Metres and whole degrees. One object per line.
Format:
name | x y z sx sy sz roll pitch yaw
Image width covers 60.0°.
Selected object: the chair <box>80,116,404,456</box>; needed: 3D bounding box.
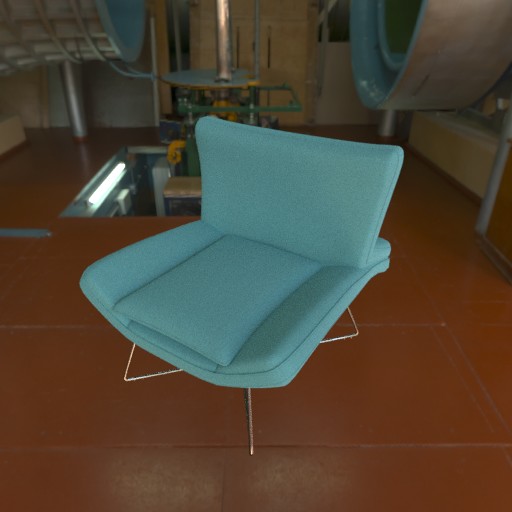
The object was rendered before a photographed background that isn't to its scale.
chair | 0.000 0.000 1.680 0.859 0.855 1.008 18 34 29
